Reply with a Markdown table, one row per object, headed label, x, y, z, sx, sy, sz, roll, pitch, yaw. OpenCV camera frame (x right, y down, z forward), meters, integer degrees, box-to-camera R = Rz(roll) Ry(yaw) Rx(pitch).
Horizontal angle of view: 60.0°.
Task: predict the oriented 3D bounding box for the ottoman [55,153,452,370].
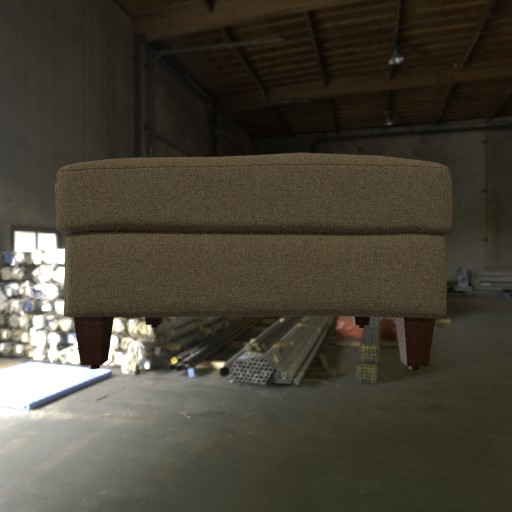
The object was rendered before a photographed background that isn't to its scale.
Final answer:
| label | x | y | z | sx | sy | sz | roll | pitch | yaw |
| --- | --- | --- | --- | --- | --- | --- | --- | --- | --- |
| ottoman | 0.000 | 0.000 | 1.293 | 0.889 | 0.511 | 0.692 | 0 | 0 | 1 |
